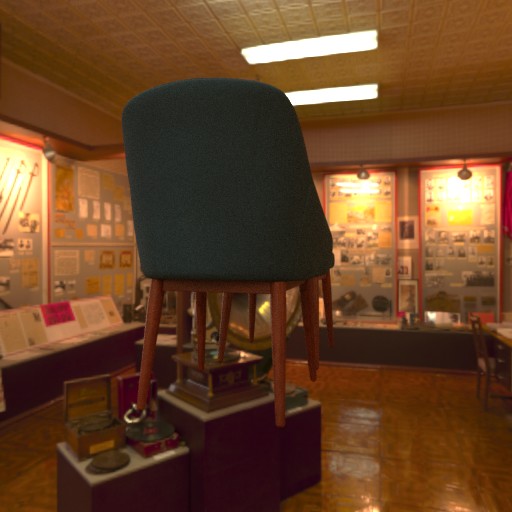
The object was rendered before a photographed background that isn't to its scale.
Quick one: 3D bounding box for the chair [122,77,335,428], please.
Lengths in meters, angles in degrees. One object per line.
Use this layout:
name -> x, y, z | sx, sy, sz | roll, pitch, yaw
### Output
chair -> 0.000, 0.000, 1.600 | 0.584, 0.866, 1.114 | 0, 1, 18
